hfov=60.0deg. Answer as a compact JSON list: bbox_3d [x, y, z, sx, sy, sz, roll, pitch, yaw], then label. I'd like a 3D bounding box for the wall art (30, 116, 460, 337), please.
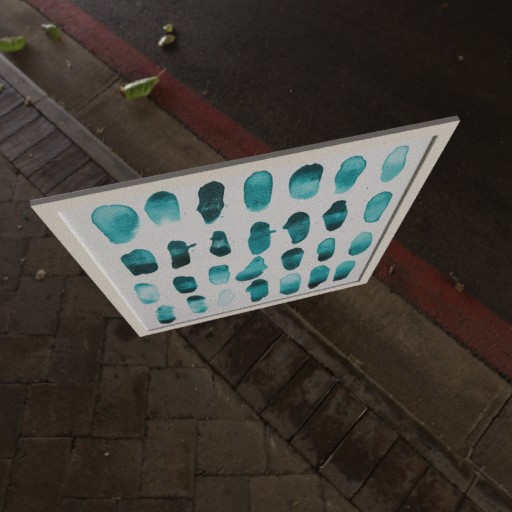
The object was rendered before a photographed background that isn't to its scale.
[{"bbox_3d":[0.000,0.000,1.182,0.812,0.813,0.013,-13,64,-6],"label":"wall art"}]
